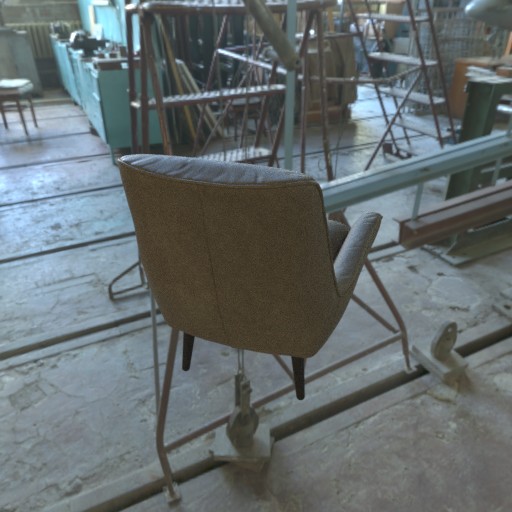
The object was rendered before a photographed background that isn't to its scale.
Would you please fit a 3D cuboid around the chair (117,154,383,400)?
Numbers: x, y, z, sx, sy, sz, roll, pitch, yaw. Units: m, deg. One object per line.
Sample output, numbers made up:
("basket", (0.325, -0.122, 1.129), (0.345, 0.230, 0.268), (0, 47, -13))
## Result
("chair", (0.000, 0.000, 1.530), (0.787, 0.888, 0.824), (10, 32, 15))
